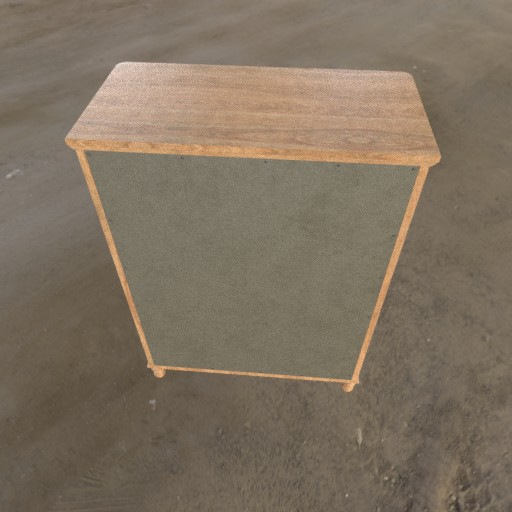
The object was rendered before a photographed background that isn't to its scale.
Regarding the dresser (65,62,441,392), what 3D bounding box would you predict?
[{"bbox_3d":[0.000,0.000,1.783,0.973,1.318,0.484,3,47,3],"label":"dresser"}]
